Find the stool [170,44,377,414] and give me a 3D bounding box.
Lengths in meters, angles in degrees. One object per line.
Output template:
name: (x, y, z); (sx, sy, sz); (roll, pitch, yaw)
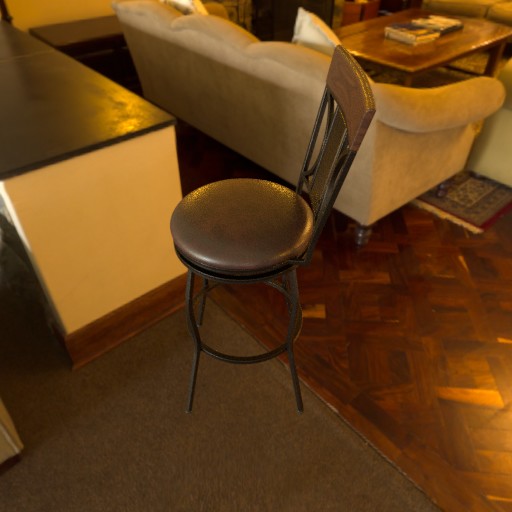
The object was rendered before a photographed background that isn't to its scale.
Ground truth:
stool: (0.000, 0.000, 1.400); (0.513, 1.130, 0.448); (0, 40, 0)
